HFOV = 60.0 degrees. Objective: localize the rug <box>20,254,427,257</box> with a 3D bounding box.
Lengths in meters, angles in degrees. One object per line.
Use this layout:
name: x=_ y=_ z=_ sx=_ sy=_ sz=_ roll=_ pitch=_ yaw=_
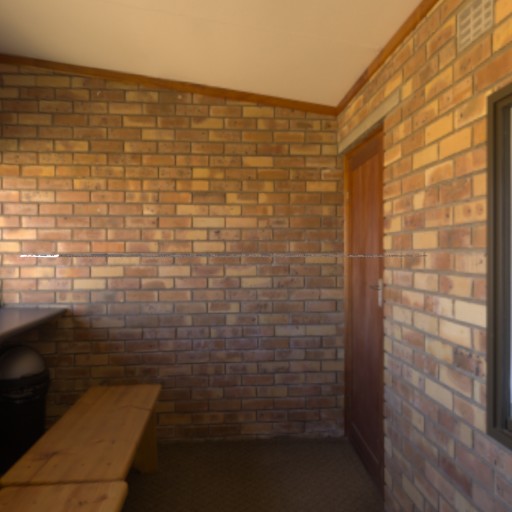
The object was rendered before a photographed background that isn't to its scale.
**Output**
rug: x=0.000 y=0.000 z=2.691 sx=2.446 sy=0.011 sz=0.768 roll=0 pitch=0 yaw=-37
